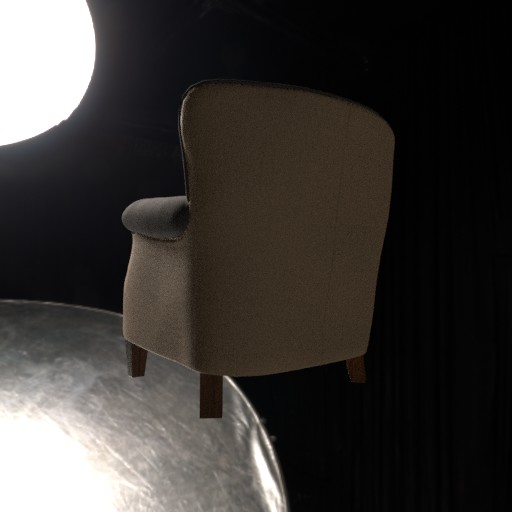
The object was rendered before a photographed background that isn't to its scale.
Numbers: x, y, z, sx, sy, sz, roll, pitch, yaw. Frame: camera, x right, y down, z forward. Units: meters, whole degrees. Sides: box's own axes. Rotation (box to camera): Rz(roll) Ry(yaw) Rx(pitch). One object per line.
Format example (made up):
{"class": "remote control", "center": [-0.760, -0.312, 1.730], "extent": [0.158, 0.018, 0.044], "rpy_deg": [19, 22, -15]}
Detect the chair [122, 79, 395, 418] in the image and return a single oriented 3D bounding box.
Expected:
{"class": "chair", "center": [0.000, 0.000, 1.640], "extent": [0.861, 0.936, 0.921], "rpy_deg": [2, -3, -36]}
